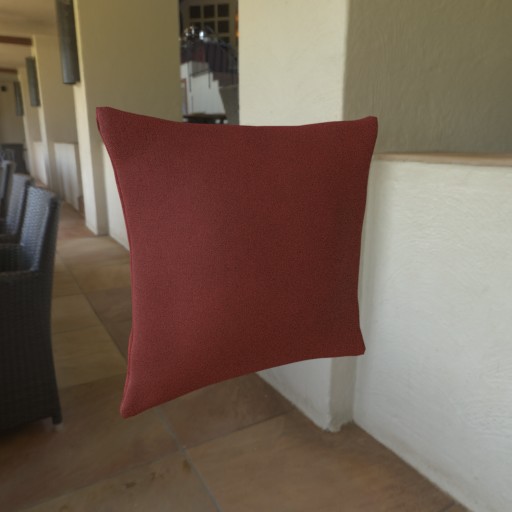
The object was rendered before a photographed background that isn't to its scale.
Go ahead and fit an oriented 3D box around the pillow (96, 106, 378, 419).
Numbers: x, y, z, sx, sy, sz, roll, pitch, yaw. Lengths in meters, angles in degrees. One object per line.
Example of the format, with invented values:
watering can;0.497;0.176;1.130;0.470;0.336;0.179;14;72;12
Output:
pillow;0.000;0.000;0.671;0.435;0.416;0.151;-7;16;-26
